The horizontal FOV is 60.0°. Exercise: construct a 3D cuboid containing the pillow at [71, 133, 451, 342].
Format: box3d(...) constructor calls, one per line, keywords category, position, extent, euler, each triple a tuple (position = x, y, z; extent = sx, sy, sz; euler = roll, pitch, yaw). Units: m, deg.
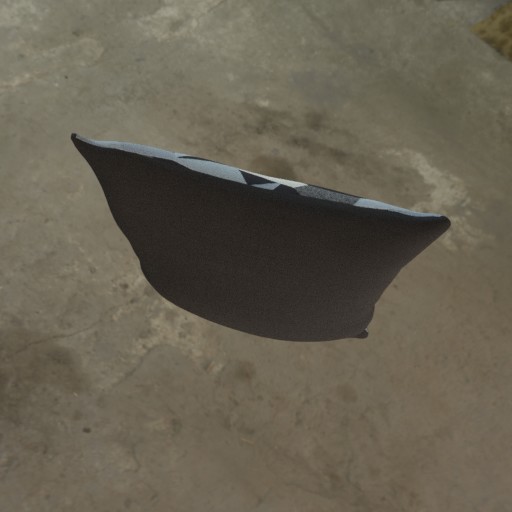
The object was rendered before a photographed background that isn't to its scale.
box3d(category="pillow", position=(0.000, 0.000, 0.766), extent=(0.503, 0.496, 0.208), euler=(15, 65, 7))
